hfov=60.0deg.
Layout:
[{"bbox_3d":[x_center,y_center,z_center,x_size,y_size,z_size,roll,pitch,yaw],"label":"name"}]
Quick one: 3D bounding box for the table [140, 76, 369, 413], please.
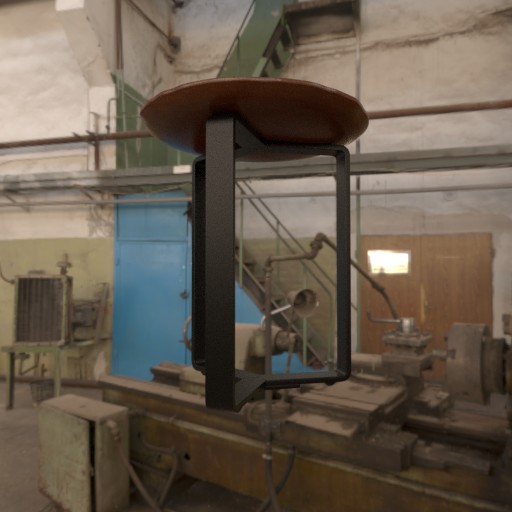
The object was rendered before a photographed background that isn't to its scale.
[{"bbox_3d":[0.000,0.000,0.764,0.380,0.450,0.410,0,-1,18],"label":"table"}]
